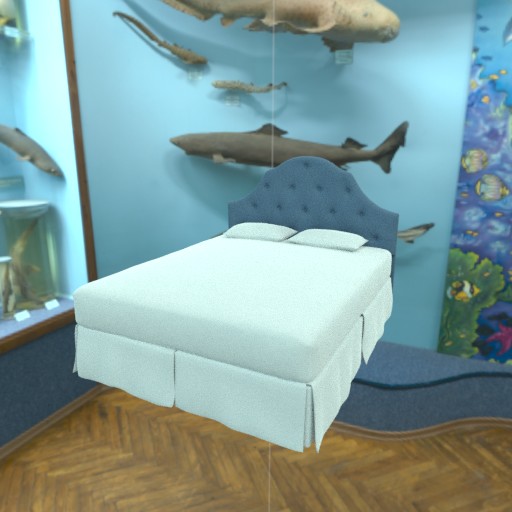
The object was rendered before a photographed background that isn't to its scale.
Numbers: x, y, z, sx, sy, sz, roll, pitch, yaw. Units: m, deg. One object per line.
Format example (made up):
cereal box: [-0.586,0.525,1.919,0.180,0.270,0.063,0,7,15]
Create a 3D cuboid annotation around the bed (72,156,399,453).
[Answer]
bed: [0.000,0.000,3.869,2.039,1.617,2.477,8,17,26]
